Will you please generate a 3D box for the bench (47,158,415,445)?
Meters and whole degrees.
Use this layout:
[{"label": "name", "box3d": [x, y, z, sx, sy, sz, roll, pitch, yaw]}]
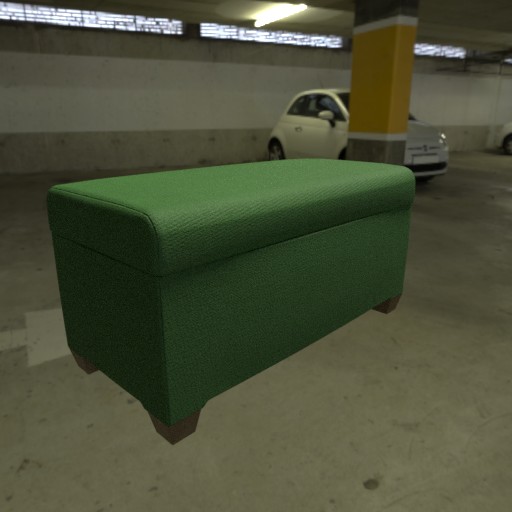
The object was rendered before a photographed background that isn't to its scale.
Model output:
[{"label": "bench", "box3d": [0.000, 0.000, 1.291, 0.505, 0.501, 0.989, 16, 24, 42]}]
